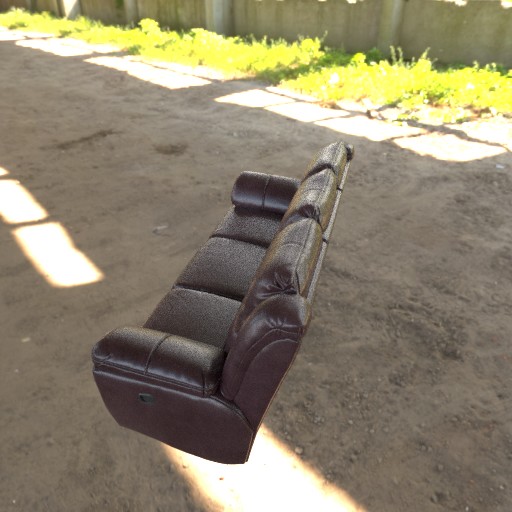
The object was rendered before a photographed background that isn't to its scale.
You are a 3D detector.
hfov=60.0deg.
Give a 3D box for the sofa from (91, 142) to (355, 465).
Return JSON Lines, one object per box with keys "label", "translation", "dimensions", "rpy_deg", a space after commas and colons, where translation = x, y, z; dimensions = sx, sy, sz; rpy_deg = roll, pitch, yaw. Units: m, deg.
{"label": "sofa", "translation": [0.000, 0.000, 2.837], "dimensions": [0.991, 1.043, 2.337], "rpy_deg": [8, 32, 13]}
